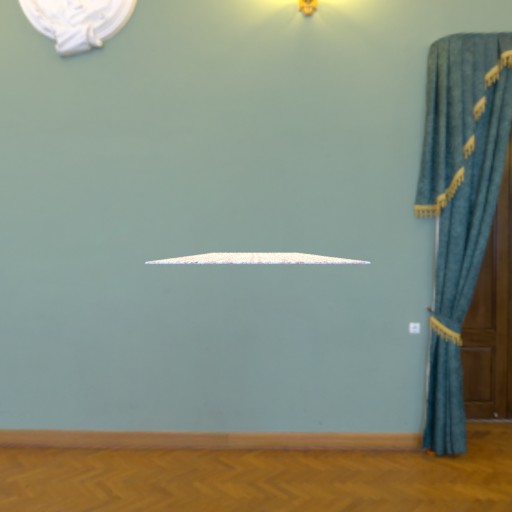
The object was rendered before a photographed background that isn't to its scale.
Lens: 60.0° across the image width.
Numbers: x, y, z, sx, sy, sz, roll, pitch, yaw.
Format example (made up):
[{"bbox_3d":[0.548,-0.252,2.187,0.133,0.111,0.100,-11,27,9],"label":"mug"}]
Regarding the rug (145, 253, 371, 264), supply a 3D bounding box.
[{"bbox_3d":[0.000,0.000,2.684,0.750,0.009,2.435,0,1,0],"label":"rug"}]
